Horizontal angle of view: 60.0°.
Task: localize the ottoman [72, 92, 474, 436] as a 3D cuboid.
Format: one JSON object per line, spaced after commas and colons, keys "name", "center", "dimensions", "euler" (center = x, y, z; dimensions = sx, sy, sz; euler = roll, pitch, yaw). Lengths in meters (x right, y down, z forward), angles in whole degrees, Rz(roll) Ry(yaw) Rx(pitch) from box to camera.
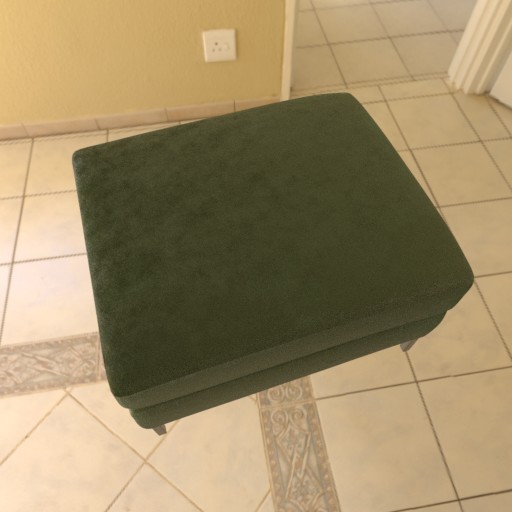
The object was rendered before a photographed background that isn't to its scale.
{"name": "ottoman", "center": [0.000, 0.000, 1.266], "dimensions": [0.839, 0.538, 0.701], "euler": [-16, 59, -10]}
